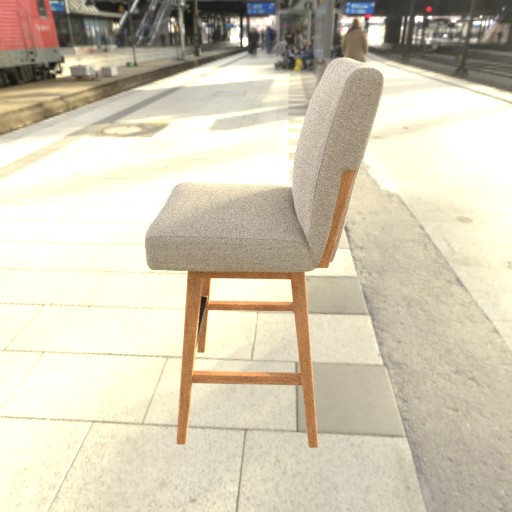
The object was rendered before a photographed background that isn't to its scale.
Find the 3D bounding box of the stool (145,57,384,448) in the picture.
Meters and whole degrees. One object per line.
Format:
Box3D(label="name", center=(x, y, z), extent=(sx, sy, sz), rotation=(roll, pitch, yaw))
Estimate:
Box3D(label="stool", center=(0.000, 0.000, 1.367), extent=(0.569, 1.106, 0.483), rotation=(1, 27, 1))
